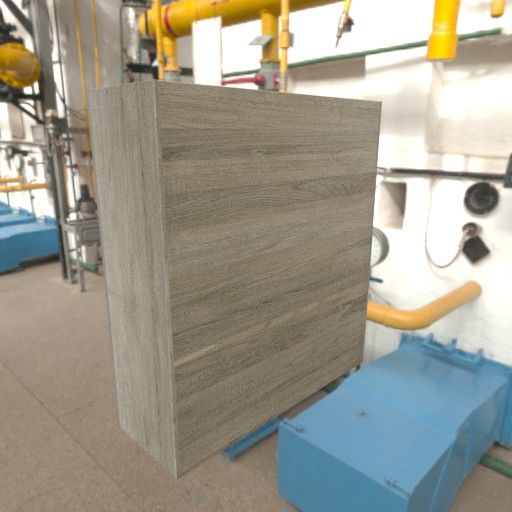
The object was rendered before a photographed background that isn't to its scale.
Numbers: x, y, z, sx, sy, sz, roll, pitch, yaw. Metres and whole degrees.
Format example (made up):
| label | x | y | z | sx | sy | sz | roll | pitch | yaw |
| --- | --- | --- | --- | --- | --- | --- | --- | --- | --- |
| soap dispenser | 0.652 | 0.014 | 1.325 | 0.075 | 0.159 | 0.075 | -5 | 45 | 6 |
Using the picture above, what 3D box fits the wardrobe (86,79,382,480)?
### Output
| label | x | y | z | sx | sy | sz | roll | pitch | yaw |
| --- | --- | --- | --- | --- | --- | --- | --- | --- | --- |
| wardrobe | 0.000 | 0.000 | 2.872 | 1.780 | 1.960 | 0.629 | -15 | 21 | -43 |
